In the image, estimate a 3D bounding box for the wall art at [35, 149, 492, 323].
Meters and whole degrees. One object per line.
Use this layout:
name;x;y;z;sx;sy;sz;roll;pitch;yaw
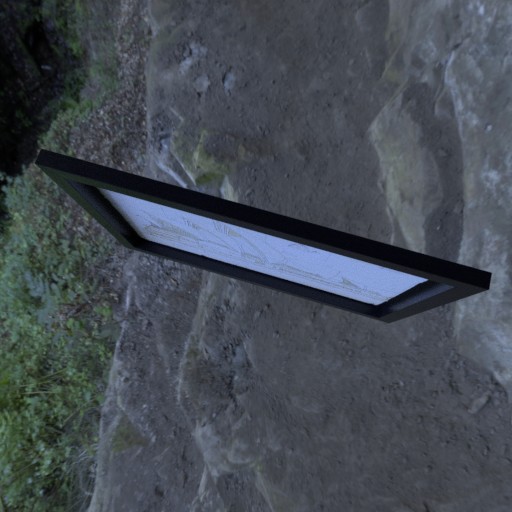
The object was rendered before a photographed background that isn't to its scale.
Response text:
wall art;0.000;0.000;0.840;0.657;0.458;0.027;16;76;4
